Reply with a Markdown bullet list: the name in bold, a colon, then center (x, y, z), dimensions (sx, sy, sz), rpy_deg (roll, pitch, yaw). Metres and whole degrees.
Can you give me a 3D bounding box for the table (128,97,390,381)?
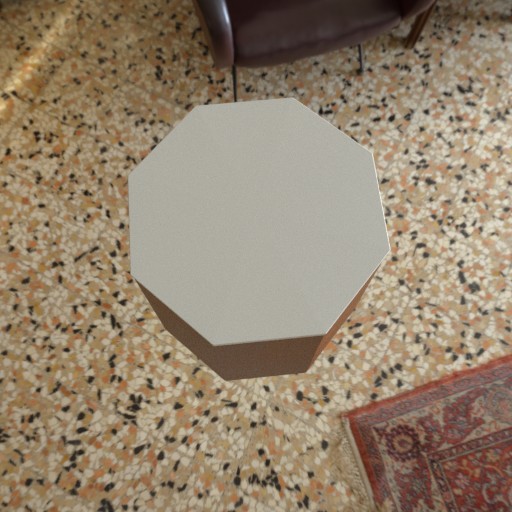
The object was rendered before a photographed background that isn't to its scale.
- **table**: center (0.000, 0.000, 0.820), dimensions (0.439, 0.457, 0.439), rpy_deg (37, 78, 9)
